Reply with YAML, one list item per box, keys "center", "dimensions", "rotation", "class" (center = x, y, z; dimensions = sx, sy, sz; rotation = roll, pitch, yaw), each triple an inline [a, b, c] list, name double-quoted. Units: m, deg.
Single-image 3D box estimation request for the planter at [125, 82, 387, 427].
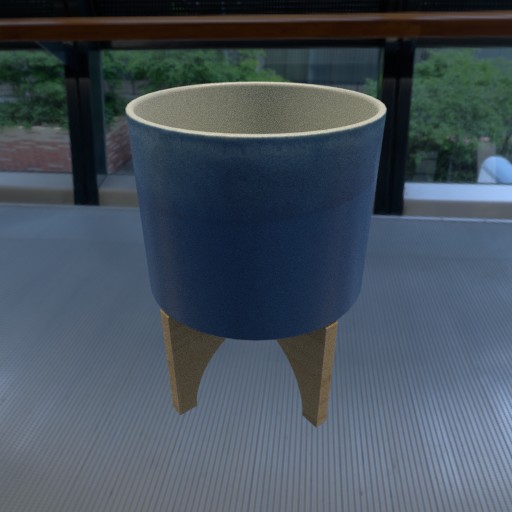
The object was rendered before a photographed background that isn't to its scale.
- center: [0.000, 0.000, 0.548]
  dimensions: [0.261, 0.367, 0.261]
  rotation: [0, 30, 0]
  class: "planter"
